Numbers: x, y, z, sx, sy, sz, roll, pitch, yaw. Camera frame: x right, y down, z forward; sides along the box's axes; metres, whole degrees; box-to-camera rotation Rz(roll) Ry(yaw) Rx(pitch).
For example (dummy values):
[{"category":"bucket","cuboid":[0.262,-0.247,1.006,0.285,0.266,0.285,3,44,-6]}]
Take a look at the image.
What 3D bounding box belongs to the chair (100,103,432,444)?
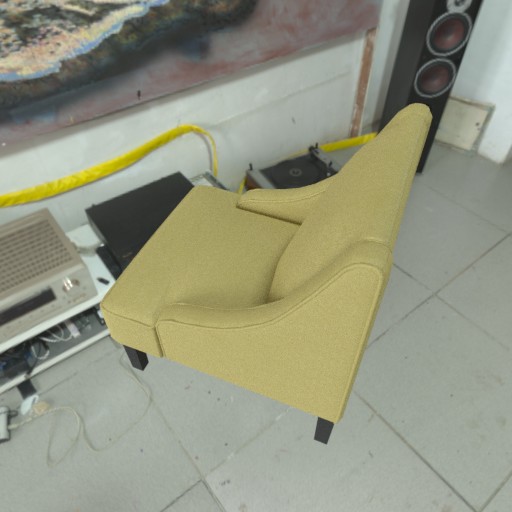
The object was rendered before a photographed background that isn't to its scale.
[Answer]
[{"category":"chair","cuboid":[0.000,0.000,1.456,0.814,0.896,0.696,17,49,15]}]
